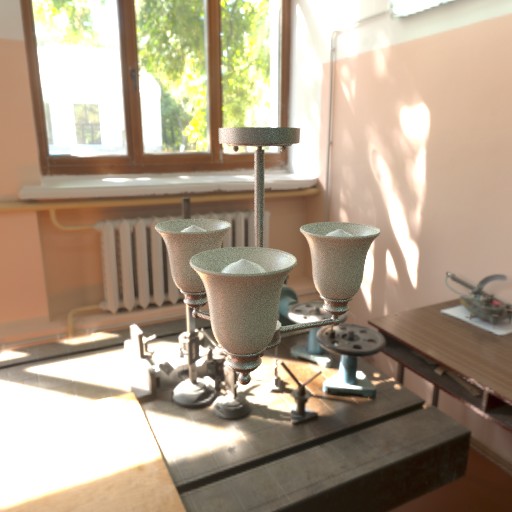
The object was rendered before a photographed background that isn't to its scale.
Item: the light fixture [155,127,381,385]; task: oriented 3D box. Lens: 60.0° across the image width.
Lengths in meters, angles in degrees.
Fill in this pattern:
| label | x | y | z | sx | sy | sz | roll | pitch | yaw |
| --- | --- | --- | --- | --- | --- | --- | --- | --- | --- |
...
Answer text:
| label | x | y | z | sx | sy | sz | roll | pitch | yaw |
| --- | --- | --- | --- | --- | --- | --- | --- | --- | --- |
| light fixture | 0.000 | 0.000 | 0.665 | 0.388 | 0.370 | 0.354 | 2 | 14 | 8 |
